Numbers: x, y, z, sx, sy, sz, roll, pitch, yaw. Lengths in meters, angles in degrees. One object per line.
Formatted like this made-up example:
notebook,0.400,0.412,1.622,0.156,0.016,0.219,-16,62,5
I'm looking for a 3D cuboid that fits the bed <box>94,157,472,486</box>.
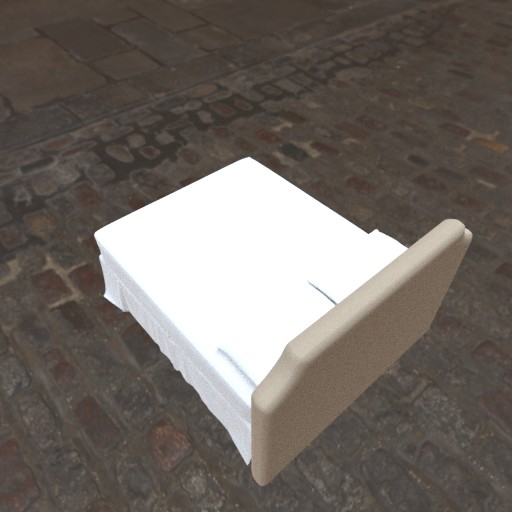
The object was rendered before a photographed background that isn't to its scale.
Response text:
bed,0.000,0.000,3.306,1.828,1.301,2.204,-32,54,-27
